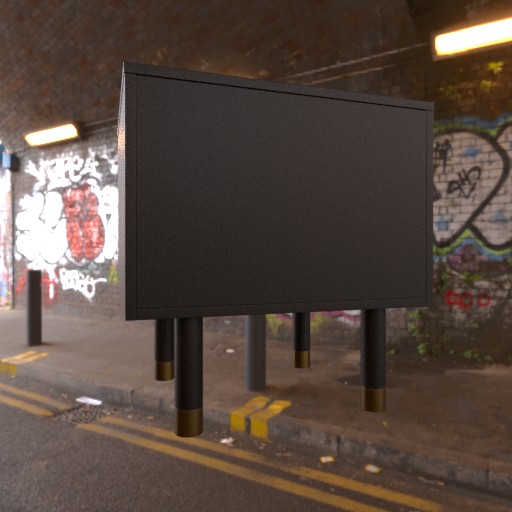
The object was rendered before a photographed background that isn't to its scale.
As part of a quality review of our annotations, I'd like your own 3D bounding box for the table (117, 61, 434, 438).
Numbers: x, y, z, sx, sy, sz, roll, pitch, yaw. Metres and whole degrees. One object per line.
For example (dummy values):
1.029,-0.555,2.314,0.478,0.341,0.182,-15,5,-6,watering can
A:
0.000,0.000,0.961,0.564,0.584,0.441,0,0,-19,table
